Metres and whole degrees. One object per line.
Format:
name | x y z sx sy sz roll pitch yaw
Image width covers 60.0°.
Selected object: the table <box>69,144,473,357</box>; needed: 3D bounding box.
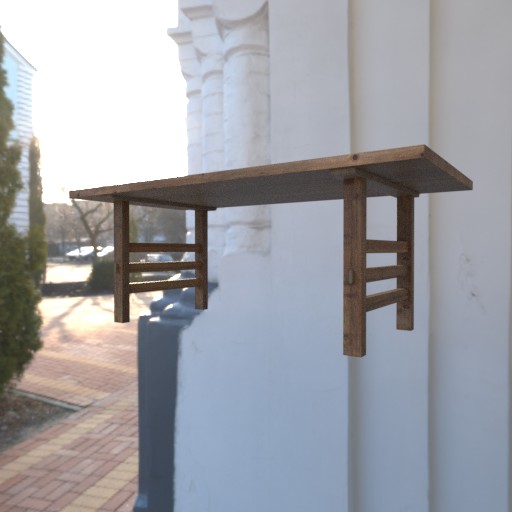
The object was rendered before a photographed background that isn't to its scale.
table | 0.000 0.000 2.419 2.003 0.760 0.952 1 1 35
